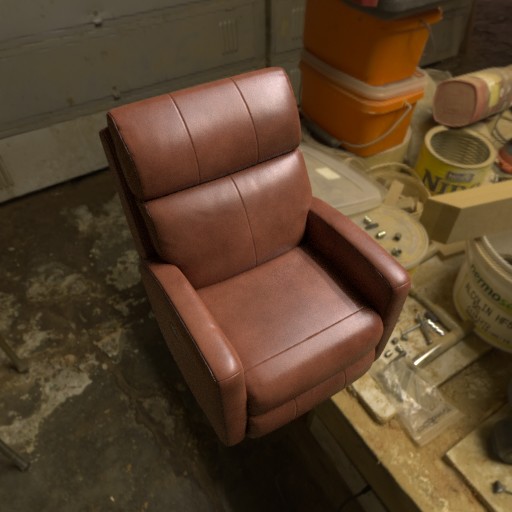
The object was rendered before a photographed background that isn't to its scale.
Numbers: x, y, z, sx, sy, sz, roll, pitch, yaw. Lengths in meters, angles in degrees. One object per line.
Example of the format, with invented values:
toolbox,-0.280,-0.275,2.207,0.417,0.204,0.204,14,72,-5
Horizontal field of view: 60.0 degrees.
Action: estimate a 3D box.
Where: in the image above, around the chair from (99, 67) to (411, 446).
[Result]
chair,0.000,0.000,1.667,0.787,1.016,0.939,-23,51,-21
